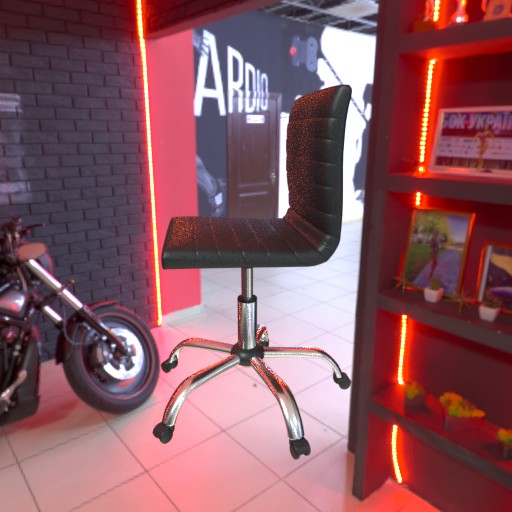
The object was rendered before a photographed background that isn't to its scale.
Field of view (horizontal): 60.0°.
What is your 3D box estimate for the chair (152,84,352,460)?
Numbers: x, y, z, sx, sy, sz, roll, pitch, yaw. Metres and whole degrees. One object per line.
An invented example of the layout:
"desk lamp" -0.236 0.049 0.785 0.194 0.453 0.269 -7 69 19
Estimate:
"chair" 0.000 0.000 1.110 0.530 0.780 0.556 -2 15 -8
